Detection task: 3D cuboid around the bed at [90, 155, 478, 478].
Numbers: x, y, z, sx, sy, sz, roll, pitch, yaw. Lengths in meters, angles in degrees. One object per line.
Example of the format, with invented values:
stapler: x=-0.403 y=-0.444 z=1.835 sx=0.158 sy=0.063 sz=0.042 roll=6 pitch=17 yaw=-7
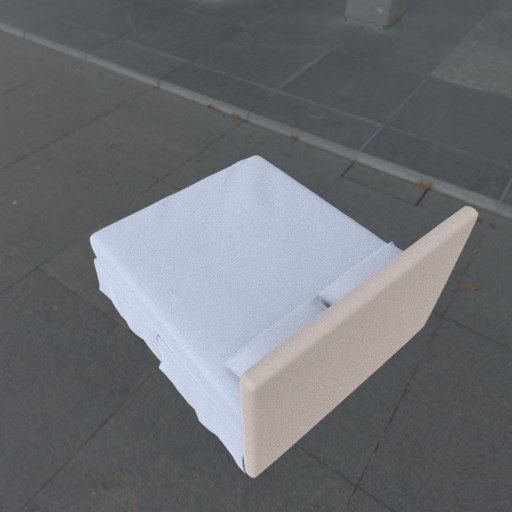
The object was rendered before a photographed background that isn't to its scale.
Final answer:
bed: x=0.000 y=0.000 z=3.319 sx=1.884 sy=1.330 sz=2.142 roll=-32 pitch=55 yaw=-26
